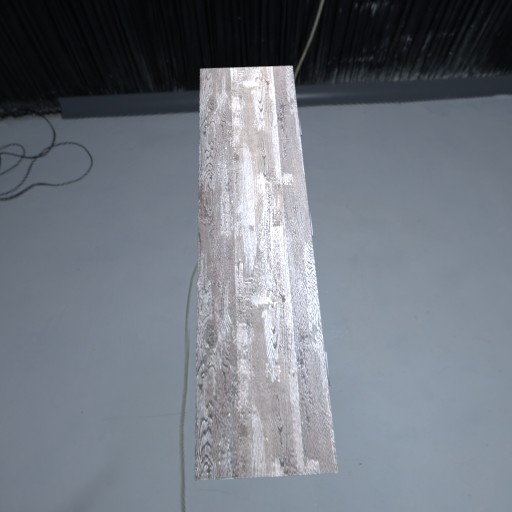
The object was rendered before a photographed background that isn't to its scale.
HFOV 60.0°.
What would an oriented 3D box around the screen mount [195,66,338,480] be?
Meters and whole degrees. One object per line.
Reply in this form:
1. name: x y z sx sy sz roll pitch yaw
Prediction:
1. screen mount: 0.000 0.000 1.714 0.395 0.450 1.524 -2 64 -1
